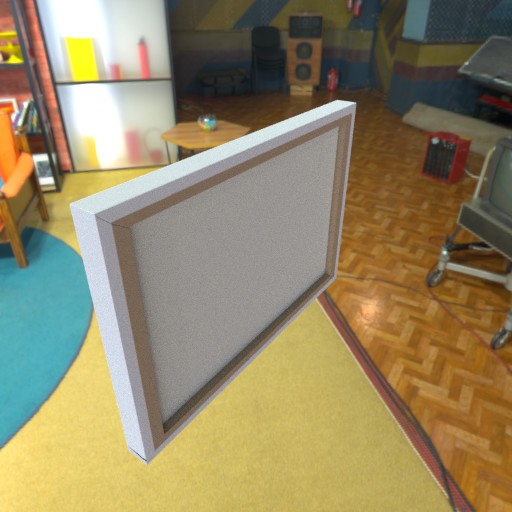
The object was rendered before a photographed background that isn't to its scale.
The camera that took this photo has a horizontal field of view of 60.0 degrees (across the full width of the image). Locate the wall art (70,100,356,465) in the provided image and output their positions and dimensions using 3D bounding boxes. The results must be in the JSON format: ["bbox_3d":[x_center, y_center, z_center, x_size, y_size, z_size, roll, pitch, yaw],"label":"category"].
[{"bbox_3d":[0.000,0.000,0.771,0.042,0.414,0.608,21,37,30],"label":"wall art"}]
